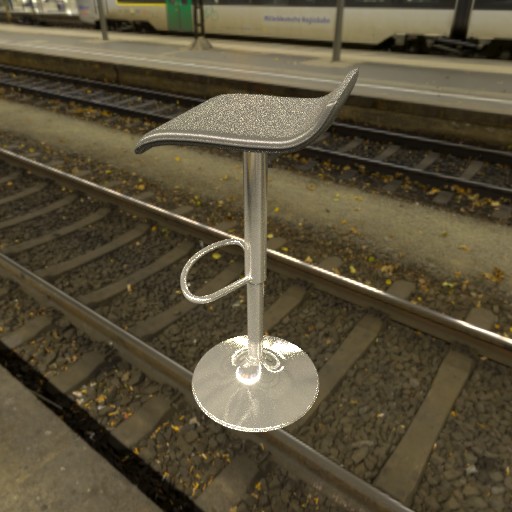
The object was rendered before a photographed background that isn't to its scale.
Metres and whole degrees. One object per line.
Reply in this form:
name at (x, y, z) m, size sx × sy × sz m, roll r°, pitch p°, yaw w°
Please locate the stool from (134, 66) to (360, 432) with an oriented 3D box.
stool at (0.000, 0.000, 1.108) m, size 0.381 × 0.851 × 0.381 m, roll 8°, pitch 32°, yaw 14°
